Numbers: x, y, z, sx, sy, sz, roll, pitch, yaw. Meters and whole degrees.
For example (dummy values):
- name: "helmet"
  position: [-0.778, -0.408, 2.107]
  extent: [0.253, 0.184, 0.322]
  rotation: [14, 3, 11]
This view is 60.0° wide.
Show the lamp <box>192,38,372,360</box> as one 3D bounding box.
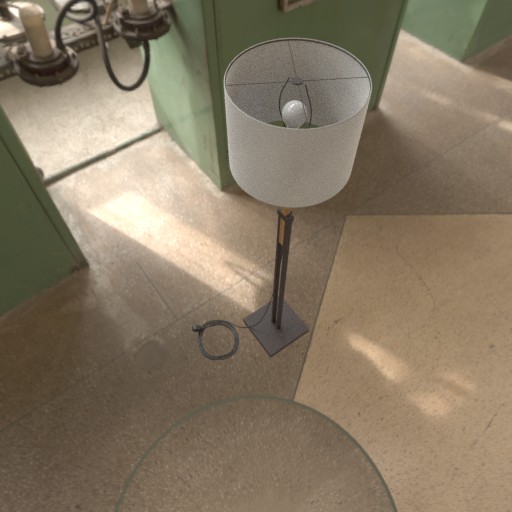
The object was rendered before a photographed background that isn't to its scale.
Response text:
- name: "lamp"
  position: [0.000, 0.000, 1.887]
  extent: [0.639, 1.650, 0.474]
  rotation: [-31, 62, -18]
